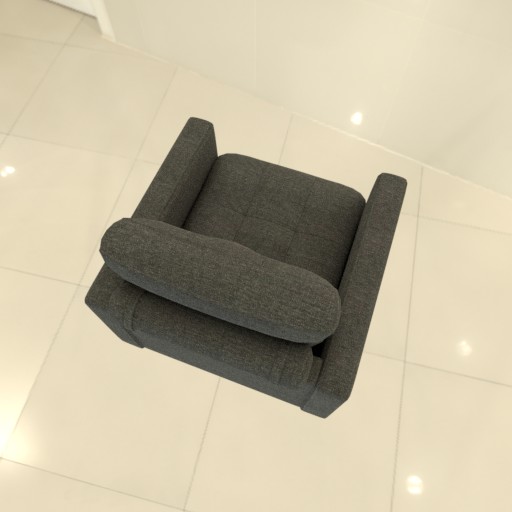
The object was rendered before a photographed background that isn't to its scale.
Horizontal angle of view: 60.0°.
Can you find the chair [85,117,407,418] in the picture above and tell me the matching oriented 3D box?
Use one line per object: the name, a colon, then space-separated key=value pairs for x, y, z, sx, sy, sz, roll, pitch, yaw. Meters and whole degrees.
chair: x=0.000 y=0.000 z=1.518 sx=0.821 sy=0.880 sz=0.843 roll=19 pitch=65 yaw=9
